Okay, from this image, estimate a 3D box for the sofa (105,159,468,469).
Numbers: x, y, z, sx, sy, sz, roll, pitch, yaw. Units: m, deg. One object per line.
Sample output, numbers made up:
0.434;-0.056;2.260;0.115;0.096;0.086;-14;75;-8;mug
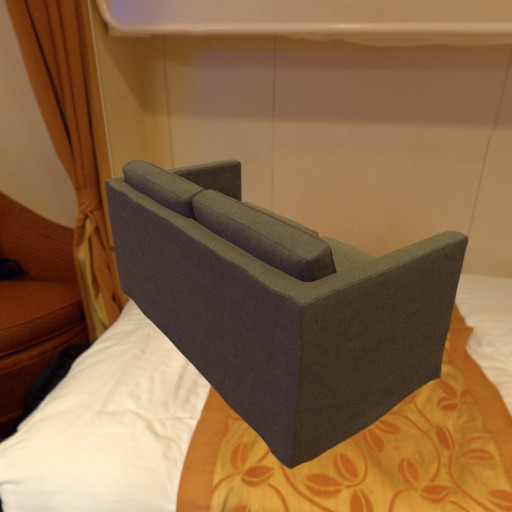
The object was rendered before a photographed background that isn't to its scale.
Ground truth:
0.000;0.000;2.360;0.974;0.854;1.802;-17;30;-32;sofa
